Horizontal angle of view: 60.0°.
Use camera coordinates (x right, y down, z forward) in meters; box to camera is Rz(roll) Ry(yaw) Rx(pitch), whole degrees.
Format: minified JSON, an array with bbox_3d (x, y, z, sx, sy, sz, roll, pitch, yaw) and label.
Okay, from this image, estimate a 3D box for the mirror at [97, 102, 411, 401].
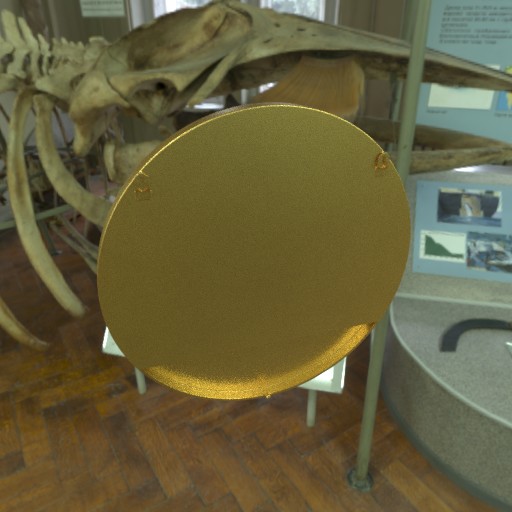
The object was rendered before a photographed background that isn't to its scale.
[{"bbox_3d":[0.000,0.000,0.677,0.457,0.457,0.133,-8,28,-16],"label":"mirror"}]
